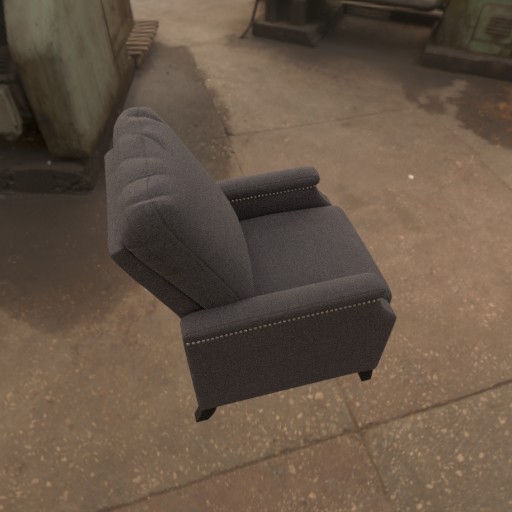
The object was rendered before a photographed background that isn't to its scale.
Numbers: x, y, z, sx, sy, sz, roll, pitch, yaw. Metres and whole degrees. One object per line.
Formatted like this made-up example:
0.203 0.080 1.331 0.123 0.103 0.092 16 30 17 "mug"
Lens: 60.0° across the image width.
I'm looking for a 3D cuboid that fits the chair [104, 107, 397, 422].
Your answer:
0.000 0.000 1.663 0.922 1.049 0.710 -11 48 -10 "chair"
